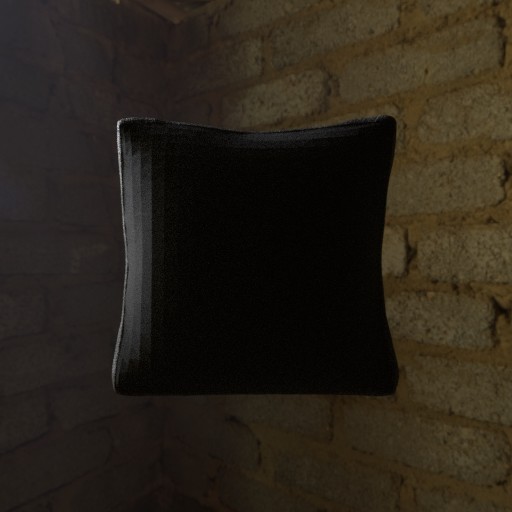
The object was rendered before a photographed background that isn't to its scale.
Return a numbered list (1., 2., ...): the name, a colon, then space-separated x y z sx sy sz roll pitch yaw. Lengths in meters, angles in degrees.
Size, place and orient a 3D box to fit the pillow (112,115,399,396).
1. pillow: 0.000 0.000 0.827 0.533 0.523 0.210 0 0 -1
